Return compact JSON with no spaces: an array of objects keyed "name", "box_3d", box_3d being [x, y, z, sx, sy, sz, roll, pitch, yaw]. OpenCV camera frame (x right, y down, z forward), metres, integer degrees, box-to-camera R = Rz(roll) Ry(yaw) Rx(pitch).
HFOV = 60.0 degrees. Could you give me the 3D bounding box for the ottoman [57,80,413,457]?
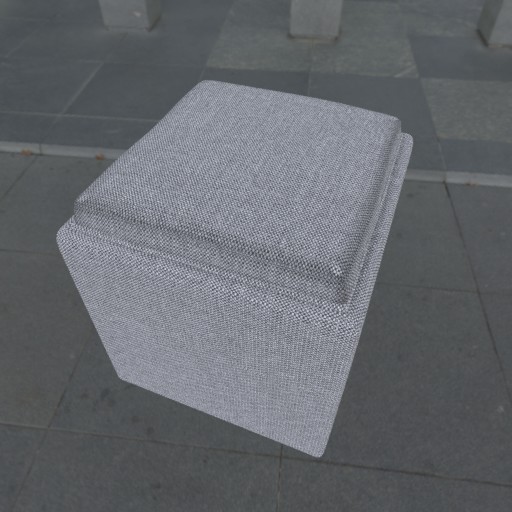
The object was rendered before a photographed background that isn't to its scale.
[{"name":"ottoman","box_3d":[0.000,0.000,0.831,0.436,0.487,0.454,16,49,15]}]
